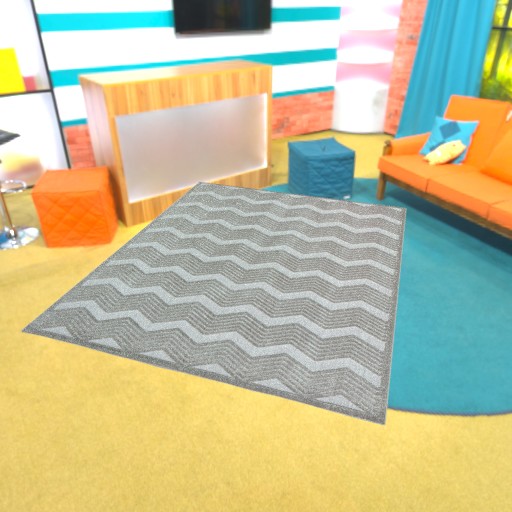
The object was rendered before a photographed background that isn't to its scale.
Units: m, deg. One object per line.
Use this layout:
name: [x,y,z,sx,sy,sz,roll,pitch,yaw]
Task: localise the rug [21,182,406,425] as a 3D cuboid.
rug: [0.000,0.000,3.830,2.391,0.005,2.880,10,32,16]
